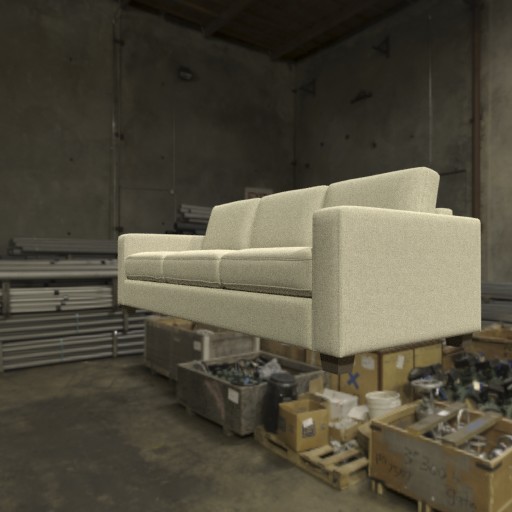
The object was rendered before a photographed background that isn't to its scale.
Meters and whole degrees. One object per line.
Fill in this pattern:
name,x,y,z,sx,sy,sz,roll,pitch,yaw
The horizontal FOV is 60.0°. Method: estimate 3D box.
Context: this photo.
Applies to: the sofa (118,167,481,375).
sofa,0.000,0.000,2.545,0.900,0.800,2.160,0,-1,-36
